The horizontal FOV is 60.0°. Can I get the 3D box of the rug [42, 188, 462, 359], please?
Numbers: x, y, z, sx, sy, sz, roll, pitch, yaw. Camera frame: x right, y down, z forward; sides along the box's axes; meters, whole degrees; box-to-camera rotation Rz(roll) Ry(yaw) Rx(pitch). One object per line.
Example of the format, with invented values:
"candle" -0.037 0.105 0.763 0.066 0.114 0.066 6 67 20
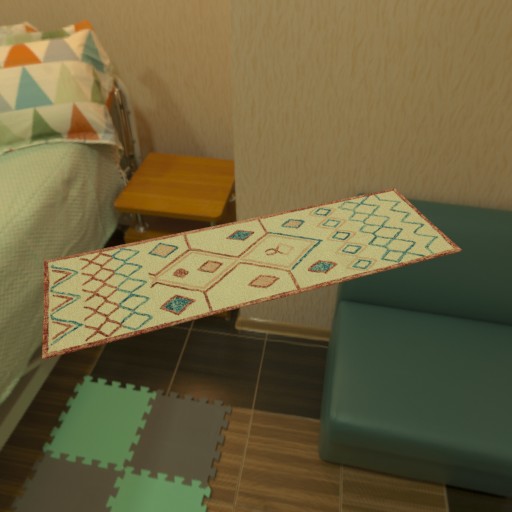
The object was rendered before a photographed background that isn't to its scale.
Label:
"rug" 0.000 0.000 2.696 2.435 0.011 0.750 -13 43 -14
